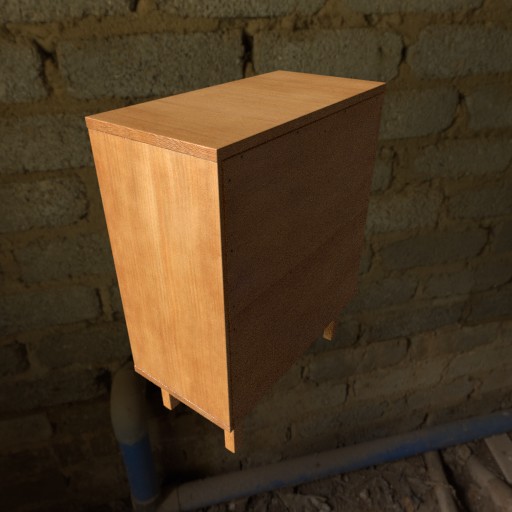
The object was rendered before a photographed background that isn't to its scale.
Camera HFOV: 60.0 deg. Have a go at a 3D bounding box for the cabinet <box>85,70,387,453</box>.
[{"bbox_3d":[0.000,0.000,1.451,0.419,1.001,0.800,21,37,30],"label":"cabinet"}]
